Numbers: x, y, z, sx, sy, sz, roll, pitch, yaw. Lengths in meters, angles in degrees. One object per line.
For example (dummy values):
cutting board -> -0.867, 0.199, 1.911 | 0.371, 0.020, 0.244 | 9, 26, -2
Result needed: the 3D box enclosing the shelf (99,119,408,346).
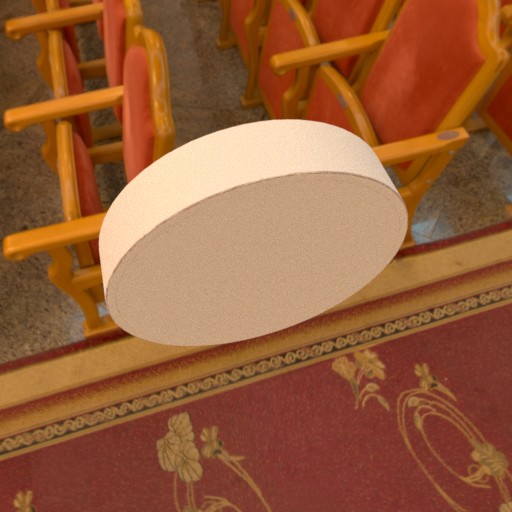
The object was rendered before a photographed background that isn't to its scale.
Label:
shelf -> 0.000, 0.000, 1.223 | 0.806, 0.807, 0.158 | -14, 60, -8
